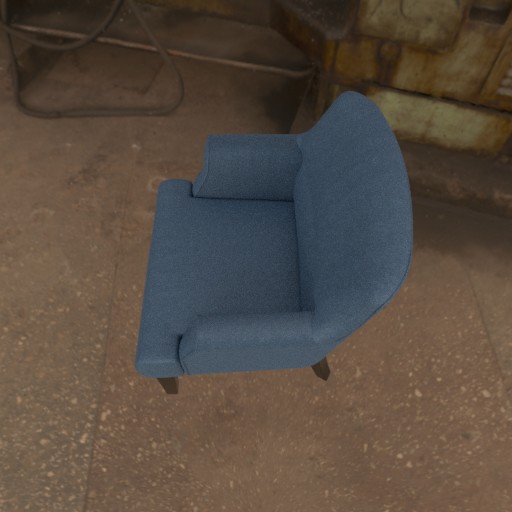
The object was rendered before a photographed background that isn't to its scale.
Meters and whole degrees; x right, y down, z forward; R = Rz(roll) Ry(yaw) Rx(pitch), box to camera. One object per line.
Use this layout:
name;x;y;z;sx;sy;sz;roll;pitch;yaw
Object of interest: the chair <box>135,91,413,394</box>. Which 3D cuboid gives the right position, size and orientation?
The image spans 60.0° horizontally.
chair;0.000;0.000;1.470;0.754;0.878;0.770;0;59;0
